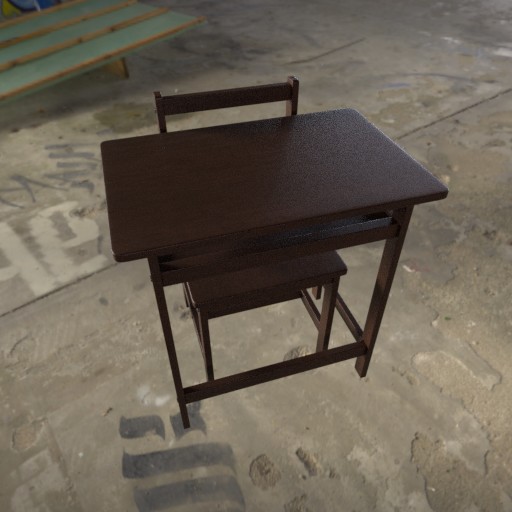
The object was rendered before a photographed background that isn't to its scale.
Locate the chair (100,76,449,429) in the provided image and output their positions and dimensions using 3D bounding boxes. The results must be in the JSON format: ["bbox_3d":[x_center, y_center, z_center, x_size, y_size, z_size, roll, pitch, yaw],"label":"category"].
[{"bbox_3d":[0.000,0.000,1.076,0.599,0.673,0.463,-12,43,-13],"label":"chair"}]
